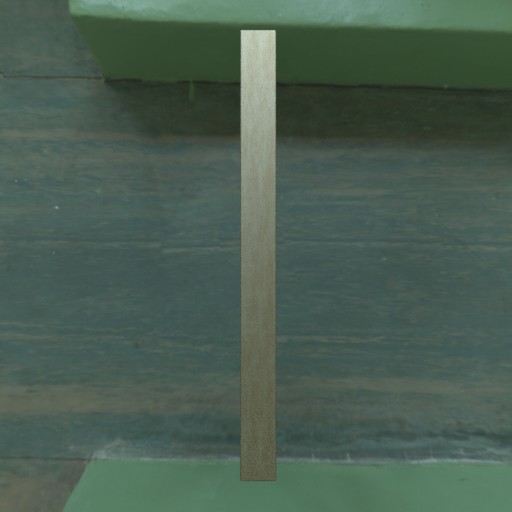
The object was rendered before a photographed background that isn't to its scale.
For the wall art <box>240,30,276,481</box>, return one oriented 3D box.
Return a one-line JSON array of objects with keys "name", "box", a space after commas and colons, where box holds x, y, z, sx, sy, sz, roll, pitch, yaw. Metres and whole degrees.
[{"name": "wall art", "box": [0.000, 0.000, 0.747, 0.040, 0.506, 0.503, 0, 90, -1]}]
